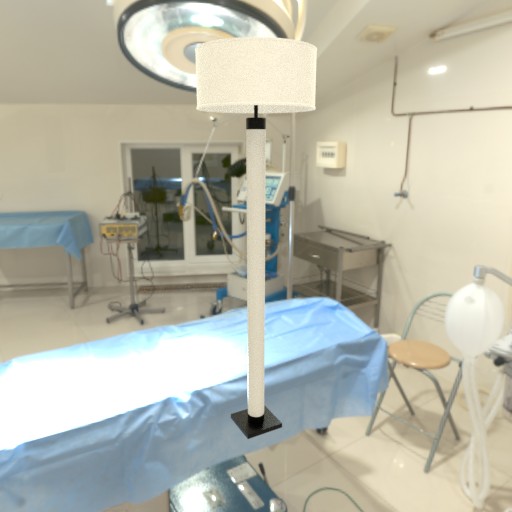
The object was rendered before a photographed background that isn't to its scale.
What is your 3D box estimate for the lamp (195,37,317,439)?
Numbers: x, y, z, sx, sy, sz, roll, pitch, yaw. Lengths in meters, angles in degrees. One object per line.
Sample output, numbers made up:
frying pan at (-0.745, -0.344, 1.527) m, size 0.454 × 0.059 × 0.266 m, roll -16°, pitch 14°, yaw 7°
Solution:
lamp at (0.000, 0.000, 1.707) m, size 0.420 × 1.475 × 0.420 m, roll -8°, pitch 16°, yaw -27°
